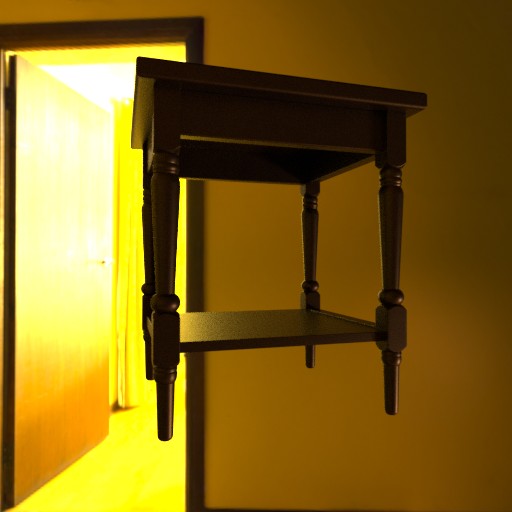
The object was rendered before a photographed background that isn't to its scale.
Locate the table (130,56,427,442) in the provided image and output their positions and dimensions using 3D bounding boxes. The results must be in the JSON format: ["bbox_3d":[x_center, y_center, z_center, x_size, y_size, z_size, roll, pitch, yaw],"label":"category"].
[{"bbox_3d":[0.000,0.000,0.906,0.488,0.565,0.442,0,-1,-17],"label":"table"}]
